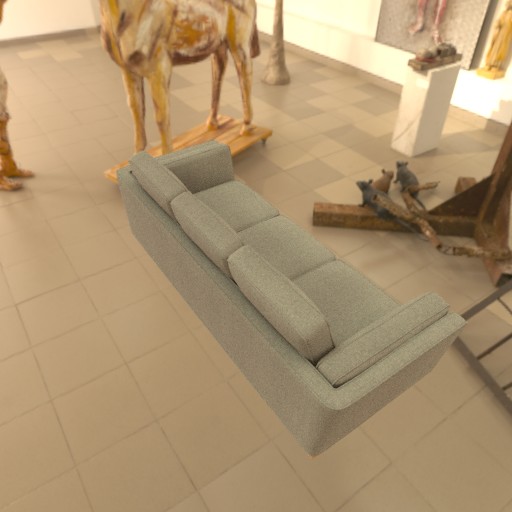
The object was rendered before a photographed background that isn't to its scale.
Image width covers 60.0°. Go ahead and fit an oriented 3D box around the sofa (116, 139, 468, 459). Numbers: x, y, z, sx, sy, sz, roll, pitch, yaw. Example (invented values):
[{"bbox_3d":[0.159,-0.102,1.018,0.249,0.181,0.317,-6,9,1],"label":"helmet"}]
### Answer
[{"bbox_3d":[0.000,0.000,2.812,0.903,0.899,2.362,-24,46,-26],"label":"sofa"}]
